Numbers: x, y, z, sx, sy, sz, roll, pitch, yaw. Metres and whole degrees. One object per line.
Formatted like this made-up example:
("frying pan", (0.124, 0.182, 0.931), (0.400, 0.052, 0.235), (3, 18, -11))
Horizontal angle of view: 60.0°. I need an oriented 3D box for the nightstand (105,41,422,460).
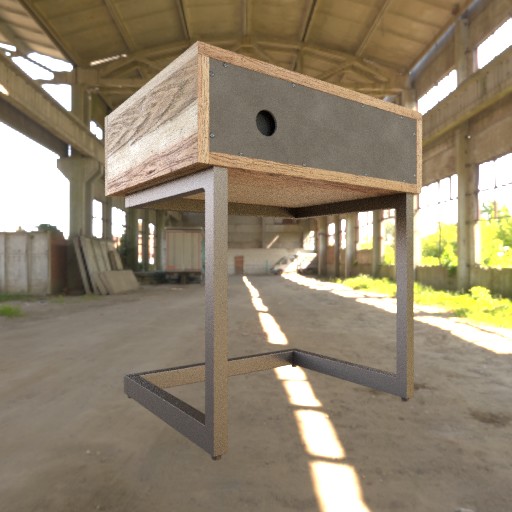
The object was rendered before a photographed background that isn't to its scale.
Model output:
("nightstand", (0.000, 0.000, 1.007), (0.558, 0.632, 0.481), (0, 0, -36))
